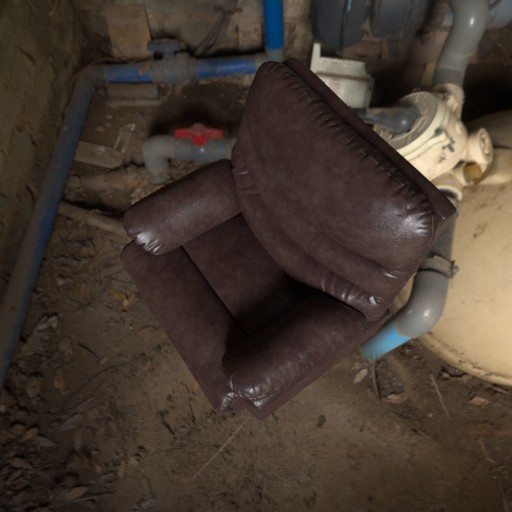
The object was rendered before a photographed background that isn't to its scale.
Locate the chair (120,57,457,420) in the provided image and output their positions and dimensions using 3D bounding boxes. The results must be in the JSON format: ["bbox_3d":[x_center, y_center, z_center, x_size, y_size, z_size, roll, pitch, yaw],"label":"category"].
[{"bbox_3d":[0.000,0.000,1.707,0.879,1.041,0.940,-33,68,-15],"label":"chair"}]
